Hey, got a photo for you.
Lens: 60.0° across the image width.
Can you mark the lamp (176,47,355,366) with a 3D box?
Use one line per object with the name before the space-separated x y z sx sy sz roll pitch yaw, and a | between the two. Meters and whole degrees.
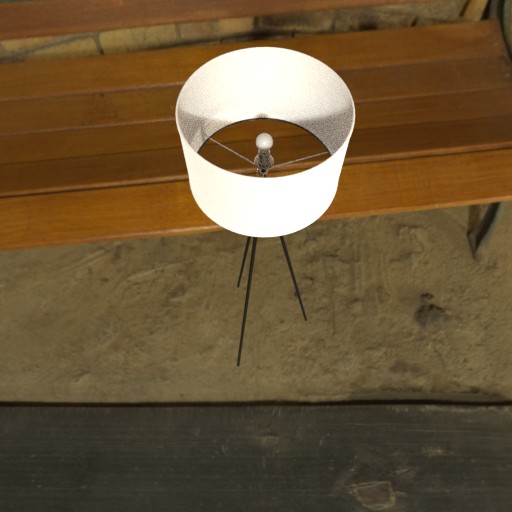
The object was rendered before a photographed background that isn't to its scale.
lamp | 0.000 0.000 1.702 0.448 1.545 0.458 -35 68 -16
